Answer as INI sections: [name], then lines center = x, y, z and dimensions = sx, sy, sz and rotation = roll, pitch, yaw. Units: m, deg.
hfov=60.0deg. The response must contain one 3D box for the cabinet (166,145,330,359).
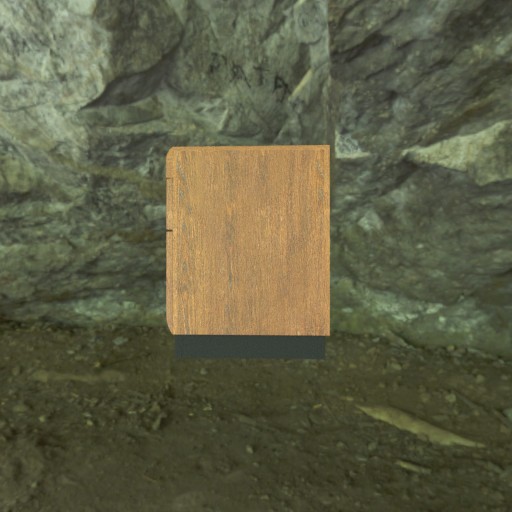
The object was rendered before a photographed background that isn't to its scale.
[cabinet]
center = 0.000, 0.000, 1.849
dimensions = 0.419, 0.510, 1.600
rotation = 0, 0, 3
